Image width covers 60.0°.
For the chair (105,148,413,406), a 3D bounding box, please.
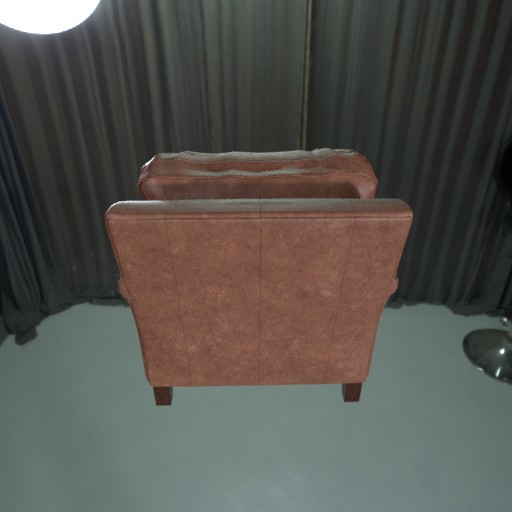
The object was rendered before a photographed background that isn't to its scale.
[{"bbox_3d":[0.000,0.000,1.976,0.986,1.055,1.158,-1,30,-1],"label":"chair"}]
